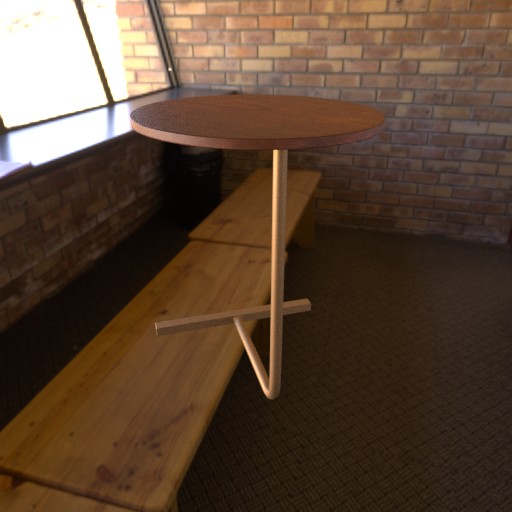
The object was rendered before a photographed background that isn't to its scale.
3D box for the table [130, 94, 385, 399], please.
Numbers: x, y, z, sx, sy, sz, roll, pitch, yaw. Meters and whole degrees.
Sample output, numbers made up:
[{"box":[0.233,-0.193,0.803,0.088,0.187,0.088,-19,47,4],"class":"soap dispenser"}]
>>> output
[{"box":[0.000,0.000,1.120,0.530,0.706,0.577,-7,28,-14],"class":"table"}]
